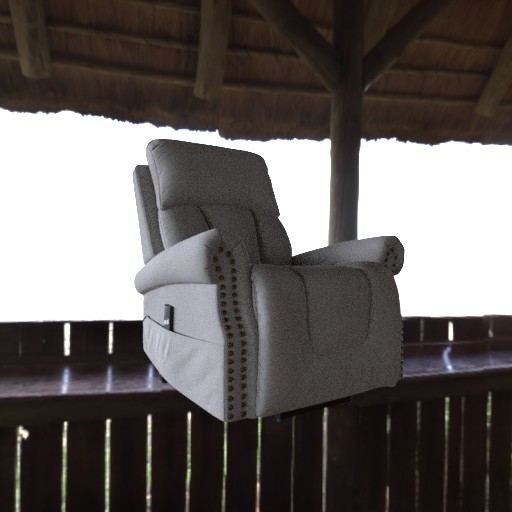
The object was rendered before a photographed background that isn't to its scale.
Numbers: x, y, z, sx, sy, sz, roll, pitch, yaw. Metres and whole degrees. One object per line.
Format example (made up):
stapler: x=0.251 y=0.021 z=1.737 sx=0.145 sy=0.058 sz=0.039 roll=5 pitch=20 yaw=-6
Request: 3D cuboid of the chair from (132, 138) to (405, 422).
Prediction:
chair: x=0.000 y=0.000 z=1.748 sx=0.871 sy=1.031 sz=0.979 roll=0 pitch=0 yaw=-34
